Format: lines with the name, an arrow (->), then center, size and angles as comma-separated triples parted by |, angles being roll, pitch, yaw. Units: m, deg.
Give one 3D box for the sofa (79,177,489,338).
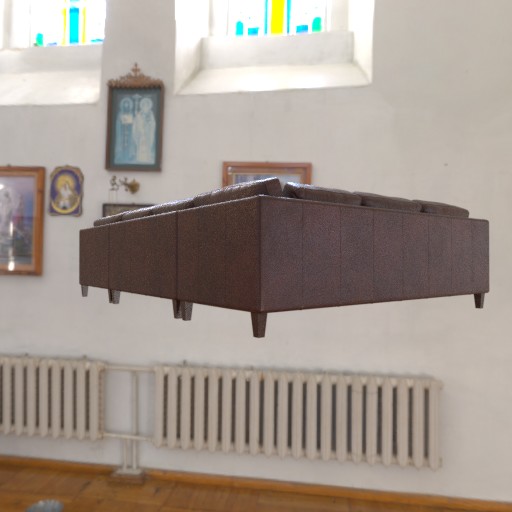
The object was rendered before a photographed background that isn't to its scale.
sofa -> 0.000, 0.000, 4.335 | 2.452, 0.891, 3.324 | 0, -1, -37
